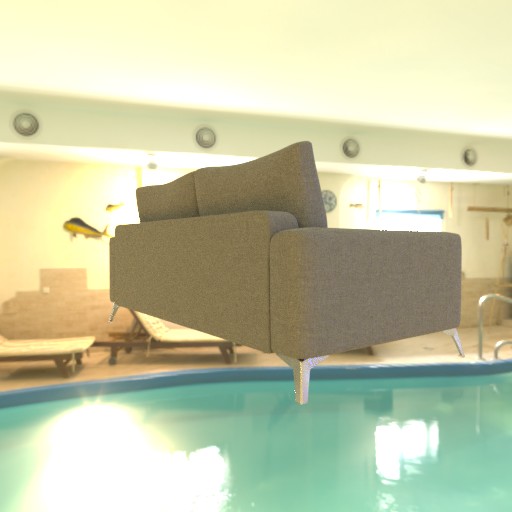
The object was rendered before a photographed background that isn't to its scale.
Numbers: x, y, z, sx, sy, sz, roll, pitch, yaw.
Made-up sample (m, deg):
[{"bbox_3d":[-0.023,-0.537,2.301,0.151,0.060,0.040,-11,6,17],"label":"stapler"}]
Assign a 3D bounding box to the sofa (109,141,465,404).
[{"bbox_3d":[0.000,0.000,2.154,0.920,0.790,1.650,-1,2,-37],"label":"sofa"}]
